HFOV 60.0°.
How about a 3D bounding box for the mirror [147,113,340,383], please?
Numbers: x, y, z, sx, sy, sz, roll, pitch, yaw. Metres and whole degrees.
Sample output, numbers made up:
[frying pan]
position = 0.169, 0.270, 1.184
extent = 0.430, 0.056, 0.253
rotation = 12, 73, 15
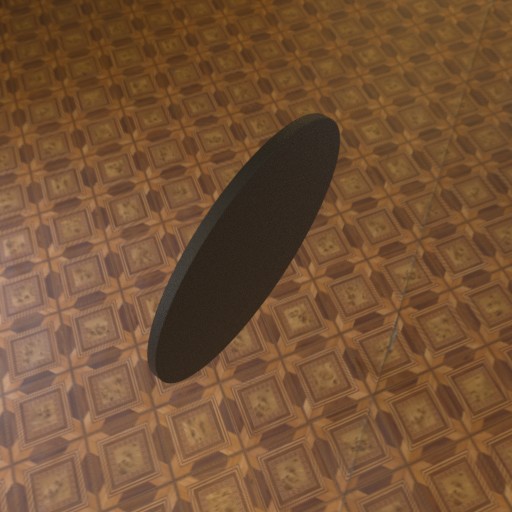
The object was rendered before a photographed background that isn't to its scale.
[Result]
[mirror]
position = 0.000, 0.000, 1.617
extent = 0.036, 1.077, 1.077
rotation = 33, 68, 15
